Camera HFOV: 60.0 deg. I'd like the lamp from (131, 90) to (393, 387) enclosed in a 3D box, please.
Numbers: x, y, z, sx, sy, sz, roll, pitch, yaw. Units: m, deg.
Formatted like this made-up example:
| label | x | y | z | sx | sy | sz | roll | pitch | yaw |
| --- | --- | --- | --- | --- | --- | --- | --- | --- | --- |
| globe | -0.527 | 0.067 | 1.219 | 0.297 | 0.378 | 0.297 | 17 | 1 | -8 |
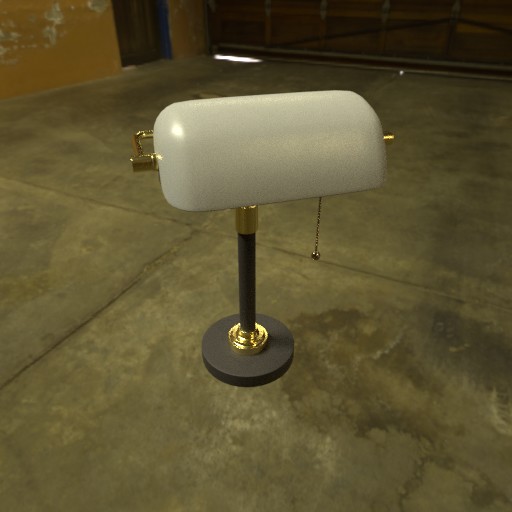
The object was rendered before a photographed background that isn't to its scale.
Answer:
| label | x | y | z | sx | sy | sz | roll | pitch | yaw |
| --- | --- | --- | --- | --- | --- | --- | --- | --- | --- |
| lamp | 0.000 | 0.000 | 0.559 | 0.269 | 0.404 | 0.227 | -9 | 33 | -15 |
